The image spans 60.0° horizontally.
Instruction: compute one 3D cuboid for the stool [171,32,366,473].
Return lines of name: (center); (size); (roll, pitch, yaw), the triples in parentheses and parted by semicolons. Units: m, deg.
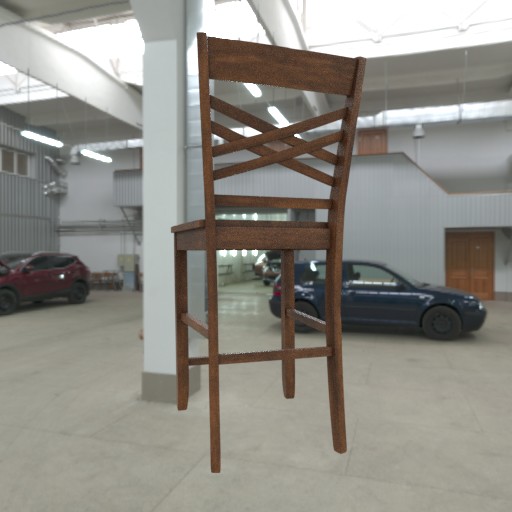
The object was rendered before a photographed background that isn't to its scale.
stool: (0.000, 0.000, 1.371); (0.462, 1.079, 0.539); (0, 0, -18)
